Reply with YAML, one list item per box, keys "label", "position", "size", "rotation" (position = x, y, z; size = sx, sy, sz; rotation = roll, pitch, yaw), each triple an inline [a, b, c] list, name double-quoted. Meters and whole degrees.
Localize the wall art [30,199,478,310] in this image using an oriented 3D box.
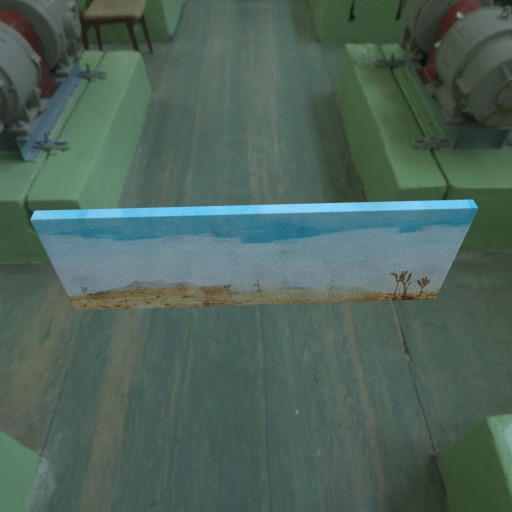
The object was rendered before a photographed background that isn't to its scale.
- label: "wall art"
  position: [0.000, 0.000, 0.854]
  size: [0.759, 0.254, 0.044]
  rotation: [-2, 47, -2]
